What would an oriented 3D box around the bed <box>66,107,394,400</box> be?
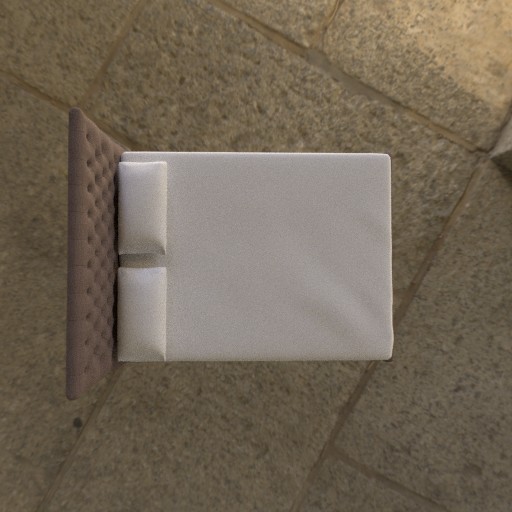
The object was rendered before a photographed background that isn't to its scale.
[{"bbox_3d":[0.000,0.000,3.262,2.233,1.426,1.696,0,89,-2],"label":"bed"}]
